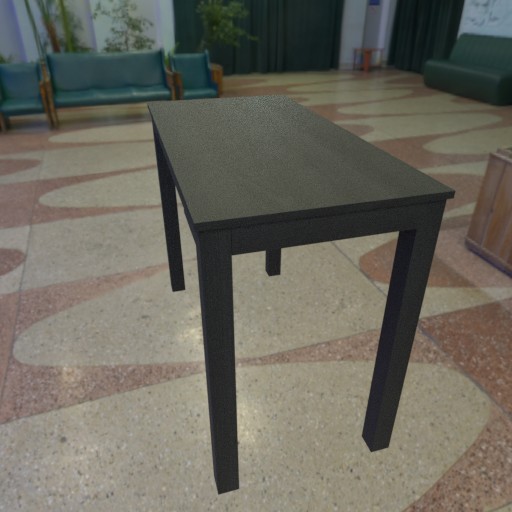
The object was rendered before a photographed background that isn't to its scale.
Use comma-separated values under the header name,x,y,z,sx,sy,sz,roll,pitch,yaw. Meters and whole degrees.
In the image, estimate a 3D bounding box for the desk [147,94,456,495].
name,x,y,z,sx,sy,sz,roll,pitch,yaw
desk,0.000,0.000,1.381,0.499,0.762,0.991,-8,31,-14
